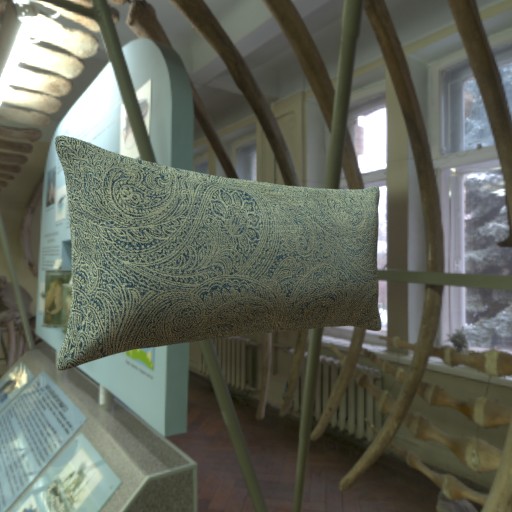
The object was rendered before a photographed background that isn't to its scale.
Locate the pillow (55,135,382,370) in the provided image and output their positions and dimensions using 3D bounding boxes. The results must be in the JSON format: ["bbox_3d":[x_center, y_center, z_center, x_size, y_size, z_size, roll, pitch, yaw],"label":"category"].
[{"bbox_3d":[0.000,0.000,0.728,0.615,0.295,0.151,1,-2,-35],"label":"pillow"}]
